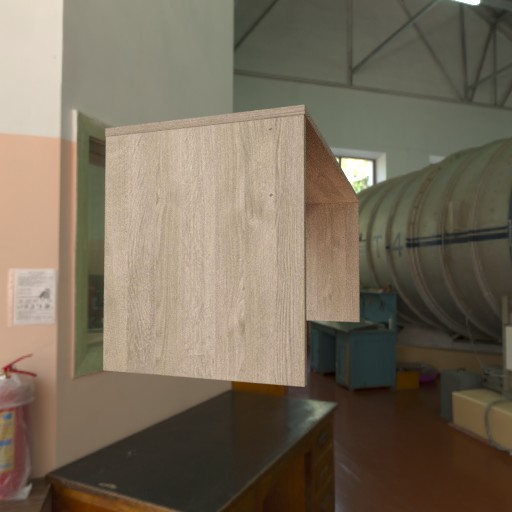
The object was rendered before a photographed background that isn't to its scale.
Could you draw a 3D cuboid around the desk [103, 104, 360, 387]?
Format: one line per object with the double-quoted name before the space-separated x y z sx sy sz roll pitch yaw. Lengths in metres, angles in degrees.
"desk" 0.000 0.000 2.062 0.802 0.752 1.600 -1 -2 18
